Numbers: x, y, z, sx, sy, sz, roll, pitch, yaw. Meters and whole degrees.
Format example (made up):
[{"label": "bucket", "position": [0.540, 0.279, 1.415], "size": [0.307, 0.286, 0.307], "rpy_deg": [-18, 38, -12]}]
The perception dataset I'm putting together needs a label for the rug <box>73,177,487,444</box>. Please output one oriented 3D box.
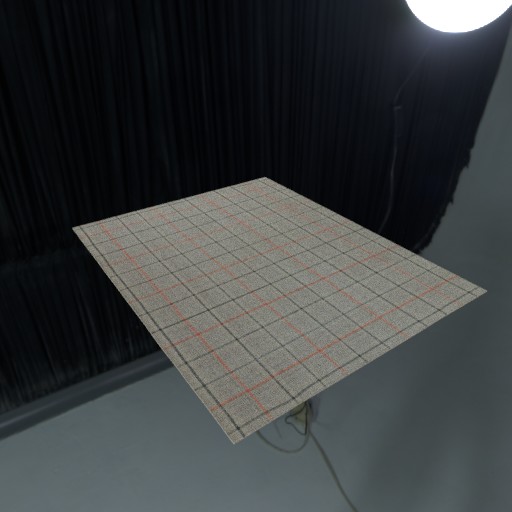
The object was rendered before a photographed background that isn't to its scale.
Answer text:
[{"label": "rug", "position": [0.000, 0.000, 4.057], "size": [2.444, 0.012, 3.048], "rpy_deg": [-20, 37, -29]}]
